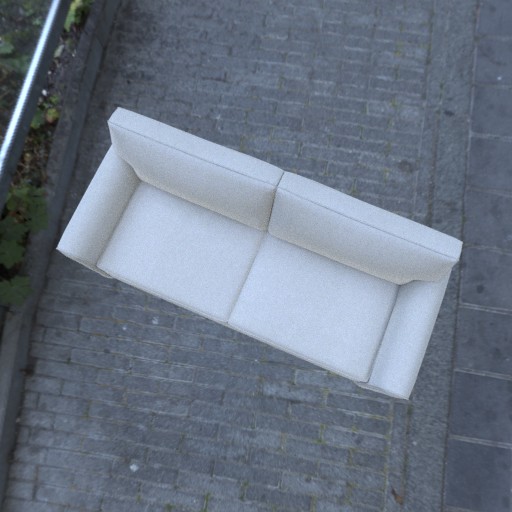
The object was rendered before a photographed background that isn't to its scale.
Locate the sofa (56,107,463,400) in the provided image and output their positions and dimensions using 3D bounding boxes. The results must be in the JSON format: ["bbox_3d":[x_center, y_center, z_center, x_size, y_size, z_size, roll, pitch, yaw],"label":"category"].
[{"bbox_3d":[0.000,0.000,2.655,2.146,0.962,0.901,22,78,5],"label":"sofa"}]
